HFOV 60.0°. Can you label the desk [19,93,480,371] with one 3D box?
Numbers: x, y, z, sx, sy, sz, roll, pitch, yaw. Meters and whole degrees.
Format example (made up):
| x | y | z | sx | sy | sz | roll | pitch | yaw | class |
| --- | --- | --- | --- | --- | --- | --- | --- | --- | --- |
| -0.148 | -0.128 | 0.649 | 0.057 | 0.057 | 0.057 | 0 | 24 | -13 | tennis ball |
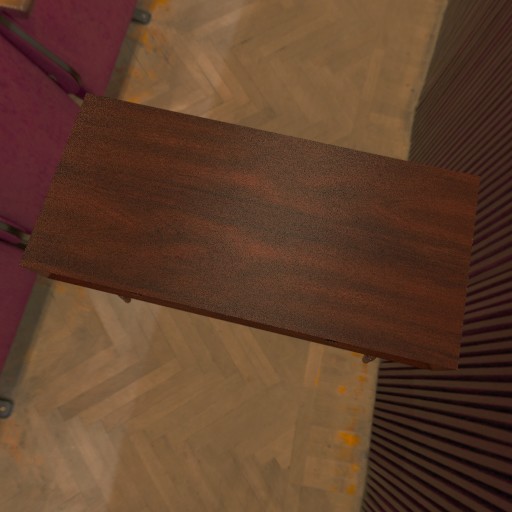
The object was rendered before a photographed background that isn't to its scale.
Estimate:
| x | y | z | sx | sy | sz | roll | pitch | yaw | class |
| --- | --- | --- | --- | --- | --- | --- | --- | --- | --- |
| 0.000 | 0.000 | 2.135 | 1.577 | 1.031 | 0.734 | 13 | 75 | 3 | desk |
